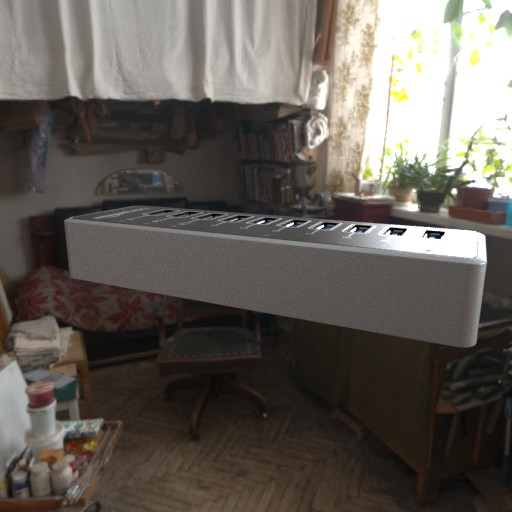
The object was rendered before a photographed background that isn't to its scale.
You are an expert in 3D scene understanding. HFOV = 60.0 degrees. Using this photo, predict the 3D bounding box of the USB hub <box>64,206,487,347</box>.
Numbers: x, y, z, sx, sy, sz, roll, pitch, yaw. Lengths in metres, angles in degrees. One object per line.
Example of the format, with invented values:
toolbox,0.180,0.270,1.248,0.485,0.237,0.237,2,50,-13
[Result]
USB hub,0.000,0.000,0.159,0.145,0.023,0.044,7,16,25
